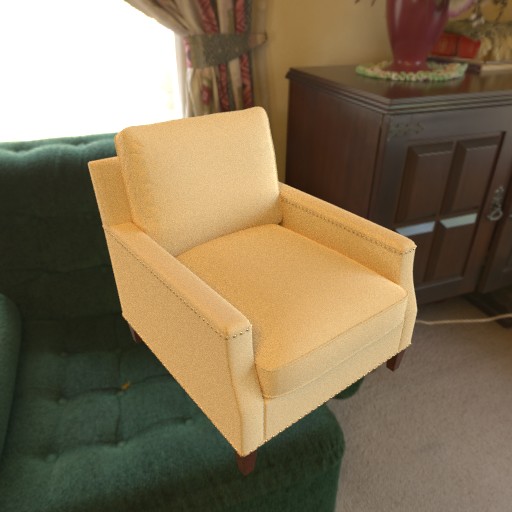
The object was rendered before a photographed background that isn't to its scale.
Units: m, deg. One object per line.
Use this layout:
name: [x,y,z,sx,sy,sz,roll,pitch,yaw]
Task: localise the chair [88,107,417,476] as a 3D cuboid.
chair: [0.000,0.000,1.721,0.853,0.943,1.014,-21,36,-32]
